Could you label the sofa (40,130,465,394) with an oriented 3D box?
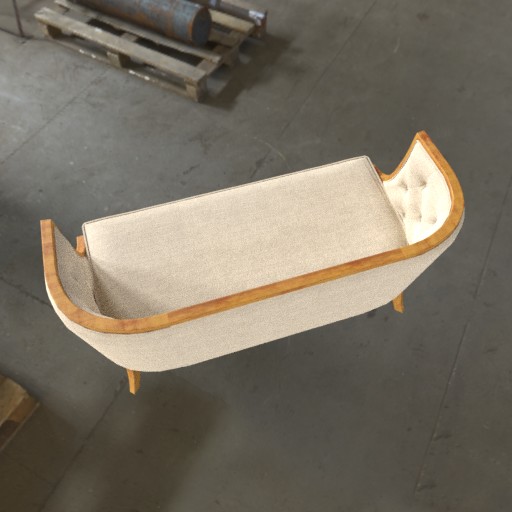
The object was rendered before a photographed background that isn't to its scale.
[{"bbox_3d":[0.000,0.000,1.871,1.474,0.775,0.770,-15,60,-9],"label":"sofa"}]
